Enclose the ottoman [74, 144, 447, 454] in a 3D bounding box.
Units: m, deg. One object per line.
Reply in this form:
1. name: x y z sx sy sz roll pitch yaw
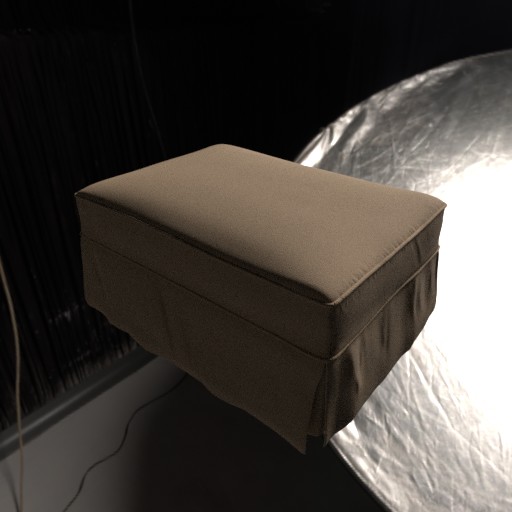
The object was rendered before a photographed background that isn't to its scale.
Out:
1. ottoman: 0.000 0.000 1.370 0.959 0.482 0.721 22 37 33
